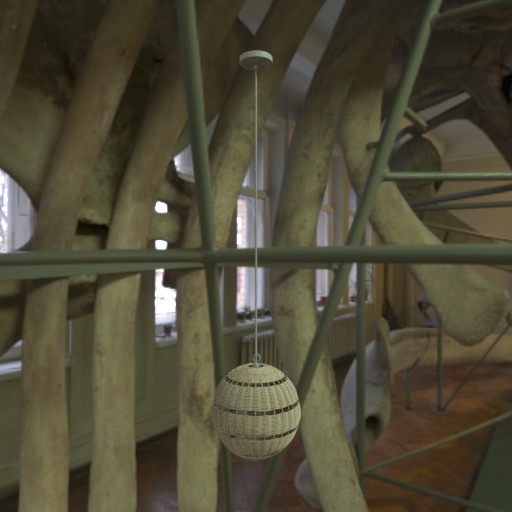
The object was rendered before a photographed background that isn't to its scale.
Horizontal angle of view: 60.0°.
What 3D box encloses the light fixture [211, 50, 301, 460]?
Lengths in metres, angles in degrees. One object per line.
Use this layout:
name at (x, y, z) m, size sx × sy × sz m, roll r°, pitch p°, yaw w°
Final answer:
light fixture at (0.000, 0.000, 2.261) m, size 0.457 × 2.019 × 0.457 m, roll 0°, pitch 0°, yaw 37°
